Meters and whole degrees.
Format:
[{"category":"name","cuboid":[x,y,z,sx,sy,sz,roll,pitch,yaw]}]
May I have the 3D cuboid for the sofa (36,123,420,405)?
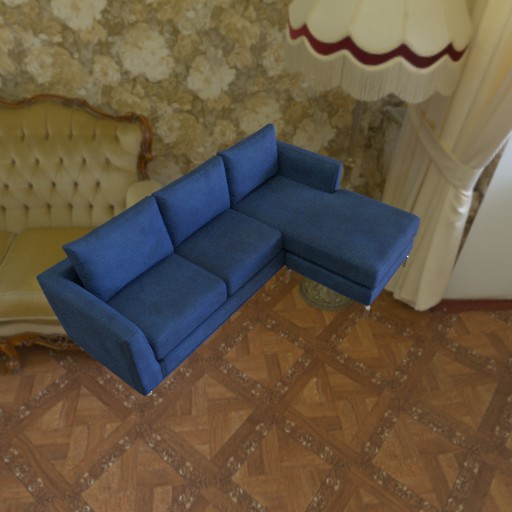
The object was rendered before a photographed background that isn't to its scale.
[{"category":"sofa","cuboid":[0.000,0.000,3.287,1.622,0.987,2.438,26,47,27]}]
